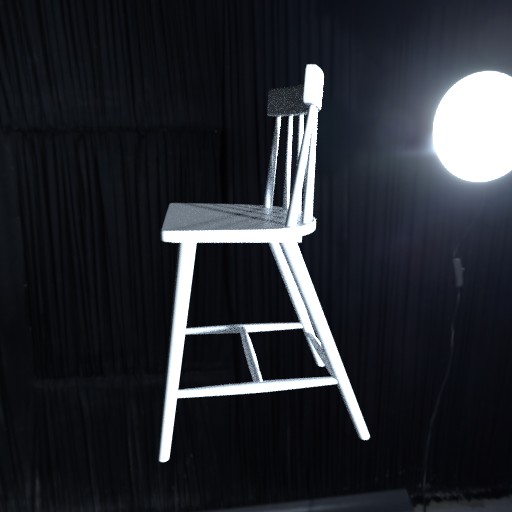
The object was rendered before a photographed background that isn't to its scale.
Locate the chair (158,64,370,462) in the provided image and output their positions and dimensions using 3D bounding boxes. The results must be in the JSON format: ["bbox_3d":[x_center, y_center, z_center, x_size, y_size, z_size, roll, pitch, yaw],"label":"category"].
[{"bbox_3d":[0.000,0.000,1.270,0.572,0.952,0.483,-2,14,-8],"label":"chair"}]
